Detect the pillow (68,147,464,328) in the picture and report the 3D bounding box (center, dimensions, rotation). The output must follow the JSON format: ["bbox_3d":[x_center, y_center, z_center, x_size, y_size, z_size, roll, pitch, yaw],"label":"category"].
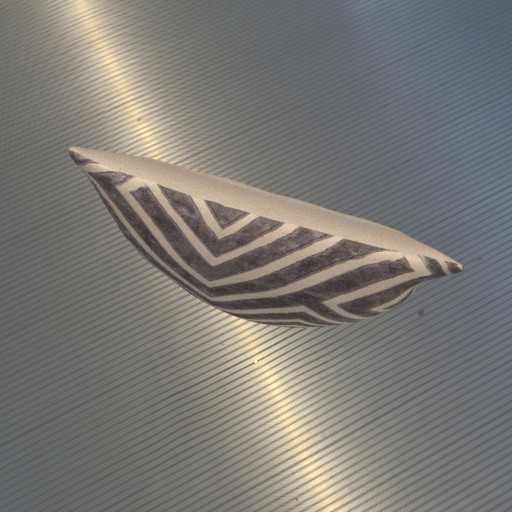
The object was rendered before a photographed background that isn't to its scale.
[{"bbox_3d":[0.000,0.000,0.664,0.440,0.441,0.182,17,77,4],"label":"pillow"}]
